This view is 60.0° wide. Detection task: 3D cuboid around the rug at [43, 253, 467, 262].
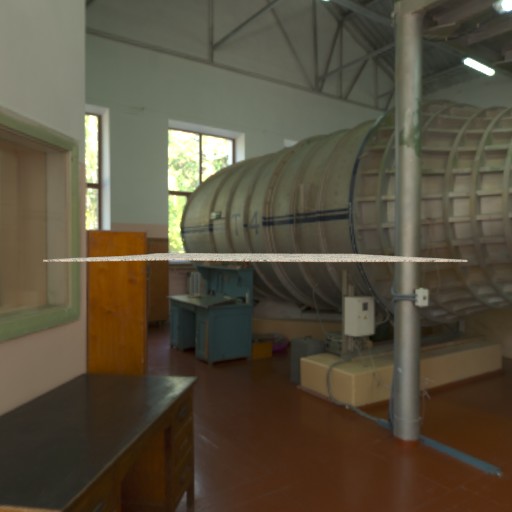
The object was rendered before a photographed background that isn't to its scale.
[{"bbox_3d":[0.000,0.000,4.051,2.430,0.030,3.054,0,1,0],"label":"rug"}]
